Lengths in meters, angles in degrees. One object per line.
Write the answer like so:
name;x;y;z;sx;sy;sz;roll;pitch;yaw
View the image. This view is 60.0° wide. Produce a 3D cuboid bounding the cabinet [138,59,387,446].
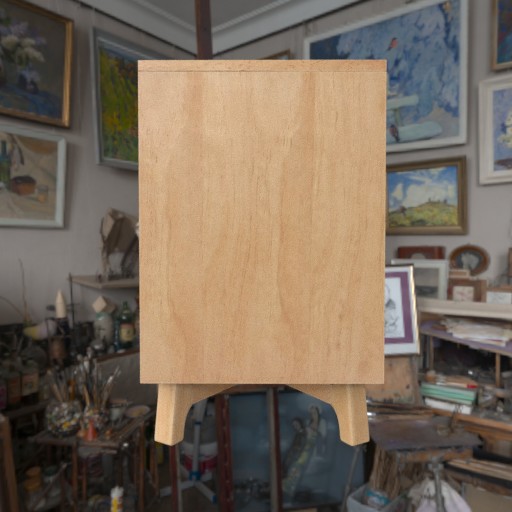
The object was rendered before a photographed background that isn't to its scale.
cabinet;0.000;0.000;0.944;0.394;0.599;0.551;0;1;0
